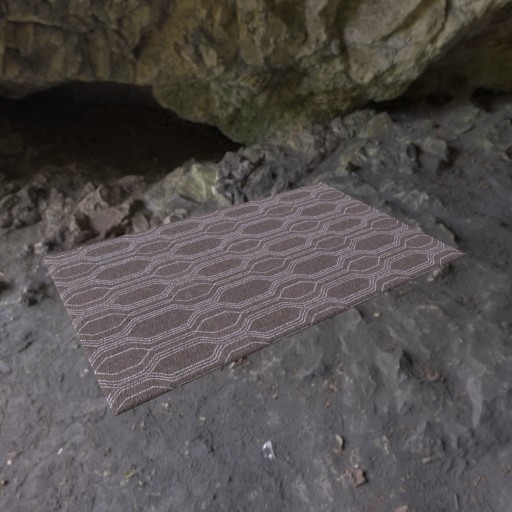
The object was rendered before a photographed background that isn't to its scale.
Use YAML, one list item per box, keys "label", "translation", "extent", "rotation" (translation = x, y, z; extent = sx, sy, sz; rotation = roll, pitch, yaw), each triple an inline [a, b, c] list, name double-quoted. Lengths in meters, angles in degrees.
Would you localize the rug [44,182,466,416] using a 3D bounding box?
- label: "rug"
  translation: [0.000, 0.000, 3.035]
  extent: [2.457, 0.012, 1.541]
  rotation: [-19, 36, -27]
